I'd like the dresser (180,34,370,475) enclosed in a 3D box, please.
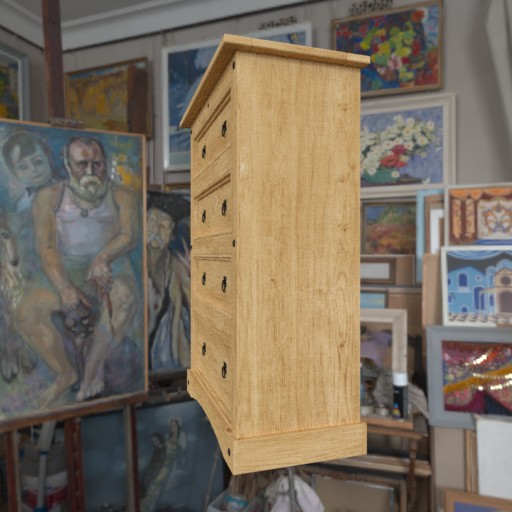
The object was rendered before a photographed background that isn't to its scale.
[{"bbox_3d":[0.000,0.000,1.794,0.485,1.300,0.915,0,0,-18],"label":"dresser"}]
